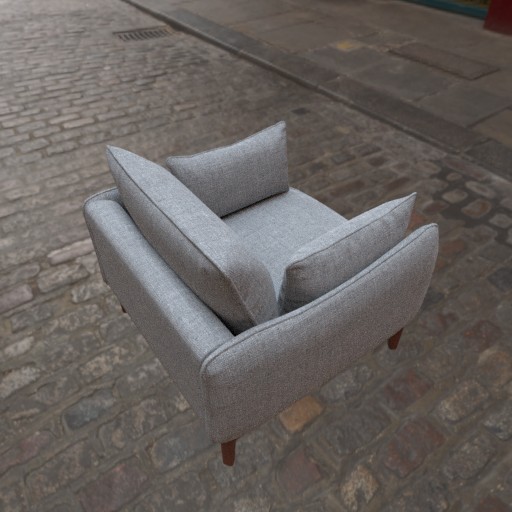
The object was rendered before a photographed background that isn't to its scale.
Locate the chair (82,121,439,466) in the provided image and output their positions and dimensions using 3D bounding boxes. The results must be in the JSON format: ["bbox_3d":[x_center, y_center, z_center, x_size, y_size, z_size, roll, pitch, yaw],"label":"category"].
[{"bbox_3d":[0.000,0.000,1.707,0.976,0.839,0.993,-25,47,-26],"label":"chair"}]
